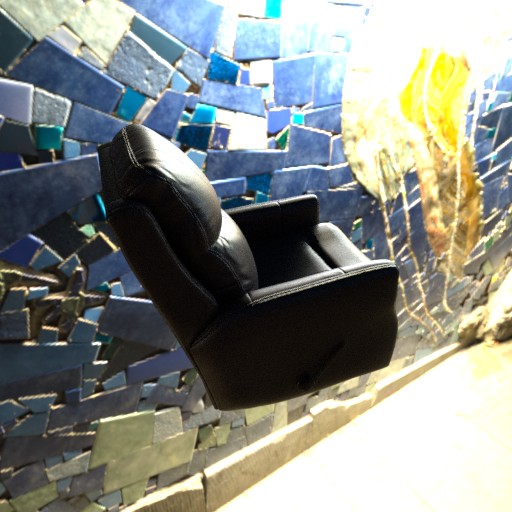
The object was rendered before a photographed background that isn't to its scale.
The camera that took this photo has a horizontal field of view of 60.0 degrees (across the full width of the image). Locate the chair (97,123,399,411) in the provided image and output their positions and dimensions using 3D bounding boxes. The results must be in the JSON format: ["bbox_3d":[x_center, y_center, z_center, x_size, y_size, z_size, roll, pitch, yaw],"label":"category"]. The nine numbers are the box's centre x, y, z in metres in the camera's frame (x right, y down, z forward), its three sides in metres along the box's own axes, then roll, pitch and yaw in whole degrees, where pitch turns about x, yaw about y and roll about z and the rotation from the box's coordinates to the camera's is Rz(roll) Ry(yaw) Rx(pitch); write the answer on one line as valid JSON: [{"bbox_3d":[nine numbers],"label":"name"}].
[{"bbox_3d":[0.000,0.000,1.811,1.080,1.030,0.829,-10,32,-16],"label":"chair"}]
